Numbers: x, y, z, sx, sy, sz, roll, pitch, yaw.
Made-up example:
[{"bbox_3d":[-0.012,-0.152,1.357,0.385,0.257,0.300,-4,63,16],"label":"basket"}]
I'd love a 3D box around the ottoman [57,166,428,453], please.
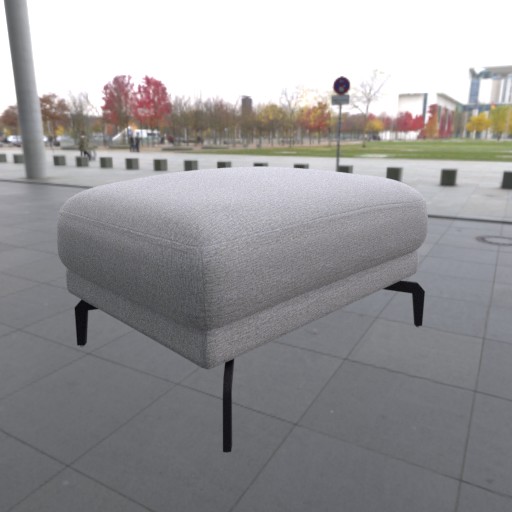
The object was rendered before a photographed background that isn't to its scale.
[{"bbox_3d":[0.000,0.000,1.085,0.568,0.420,0.772,14,21,43],"label":"ottoman"}]
